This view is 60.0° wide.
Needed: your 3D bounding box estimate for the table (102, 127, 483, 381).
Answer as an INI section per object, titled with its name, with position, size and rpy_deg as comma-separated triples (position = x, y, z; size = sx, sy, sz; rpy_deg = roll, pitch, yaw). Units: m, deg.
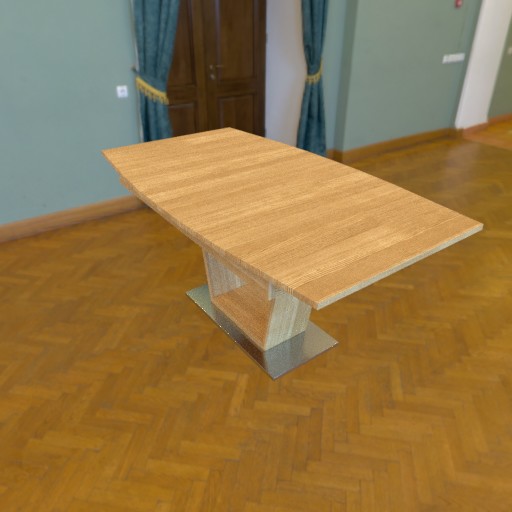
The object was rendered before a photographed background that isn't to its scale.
[table]
position = 0.000, 0.000, 2.073
size = 0.900, 0.748, 1.598
rpy_deg = -20, 36, -30
